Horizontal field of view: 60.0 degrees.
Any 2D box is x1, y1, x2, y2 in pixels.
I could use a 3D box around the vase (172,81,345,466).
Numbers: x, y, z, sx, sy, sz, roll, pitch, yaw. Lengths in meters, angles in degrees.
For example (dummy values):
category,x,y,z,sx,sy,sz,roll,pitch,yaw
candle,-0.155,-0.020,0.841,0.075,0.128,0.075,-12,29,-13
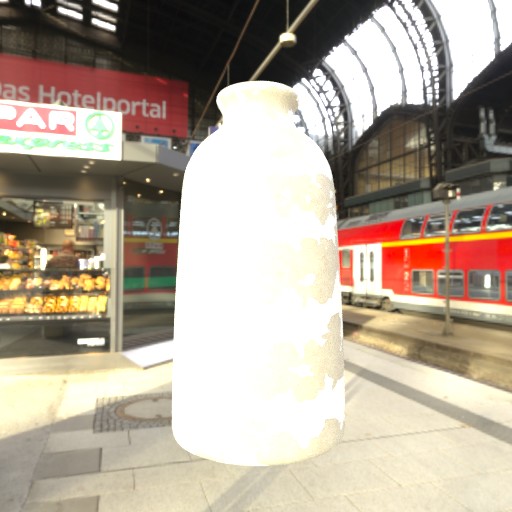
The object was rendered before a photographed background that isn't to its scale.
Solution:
category,x,y,z,sx,sy,sz,roll,pitch,yaw
vase,0.000,0.000,0.496,0.186,0.382,0.203,0,-1,-19
